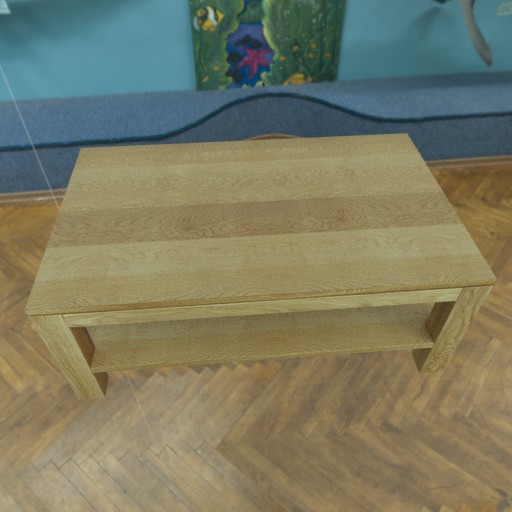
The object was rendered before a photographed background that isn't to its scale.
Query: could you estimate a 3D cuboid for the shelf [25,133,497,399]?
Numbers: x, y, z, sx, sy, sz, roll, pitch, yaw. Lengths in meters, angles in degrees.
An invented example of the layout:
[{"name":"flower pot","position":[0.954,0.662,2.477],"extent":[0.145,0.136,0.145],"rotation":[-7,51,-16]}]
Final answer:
[{"name":"shelf","position":[0.000,0.000,1.477],"extent":[1.150,0.450,0.700],"rotation":[-3,46,-3]}]
